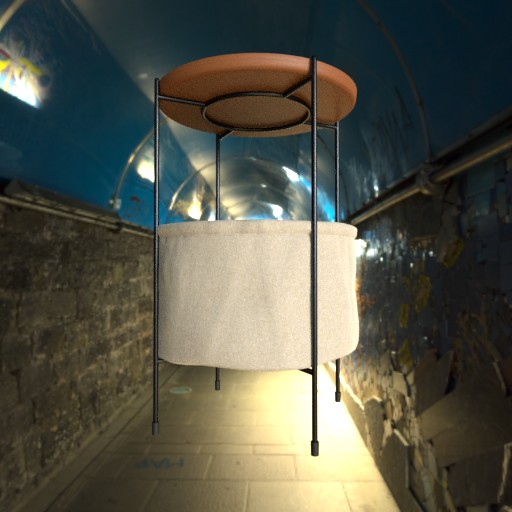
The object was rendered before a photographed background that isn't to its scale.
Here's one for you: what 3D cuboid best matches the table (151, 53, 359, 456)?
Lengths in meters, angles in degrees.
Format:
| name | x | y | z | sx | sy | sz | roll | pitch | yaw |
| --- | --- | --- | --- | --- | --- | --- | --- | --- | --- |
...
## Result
| name | x | y | z | sx | sy | sz | roll | pitch | yaw |
| --- | --- | --- | --- | --- | --- | --- | --- | --- | --- |
| table | 0.000 | 0.000 | 0.868 | 0.393 | 0.623 | 0.393 | 0 | -1 | 18 |
